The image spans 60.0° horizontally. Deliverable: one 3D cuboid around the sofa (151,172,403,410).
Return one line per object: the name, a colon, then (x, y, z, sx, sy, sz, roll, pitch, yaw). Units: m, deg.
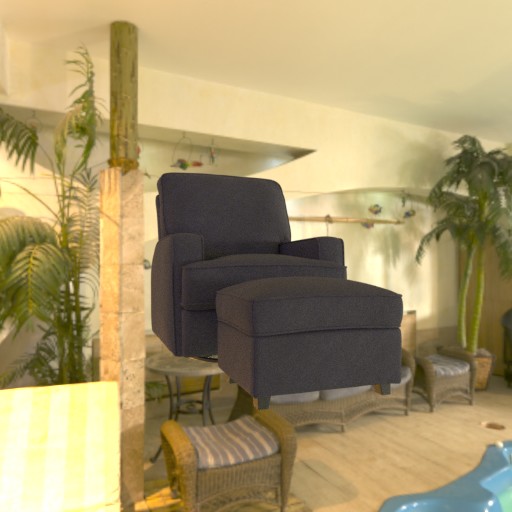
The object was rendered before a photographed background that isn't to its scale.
sofa: (0.000, 0.000, 2.084, 0.861, 0.959, 1.472, 0, -1, -20)
